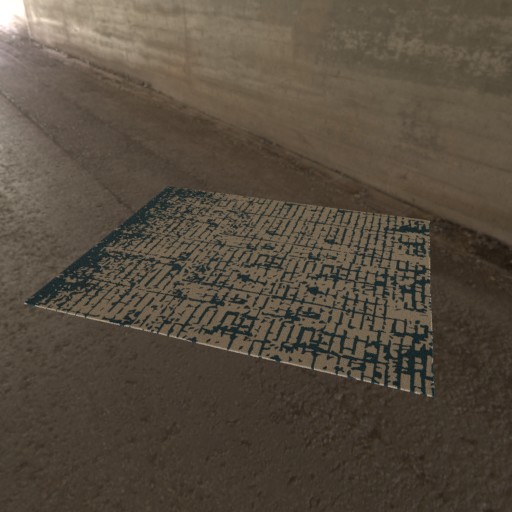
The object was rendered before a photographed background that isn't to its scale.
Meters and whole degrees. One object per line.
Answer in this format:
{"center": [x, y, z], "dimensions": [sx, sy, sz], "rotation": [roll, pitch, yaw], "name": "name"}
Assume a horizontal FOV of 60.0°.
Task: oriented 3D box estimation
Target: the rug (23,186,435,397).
{"center": [0.000, 0.000, 4.021], "dimensions": [3.017, 0.014, 2.416], "rotation": [10, 33, 15], "name": "rug"}
